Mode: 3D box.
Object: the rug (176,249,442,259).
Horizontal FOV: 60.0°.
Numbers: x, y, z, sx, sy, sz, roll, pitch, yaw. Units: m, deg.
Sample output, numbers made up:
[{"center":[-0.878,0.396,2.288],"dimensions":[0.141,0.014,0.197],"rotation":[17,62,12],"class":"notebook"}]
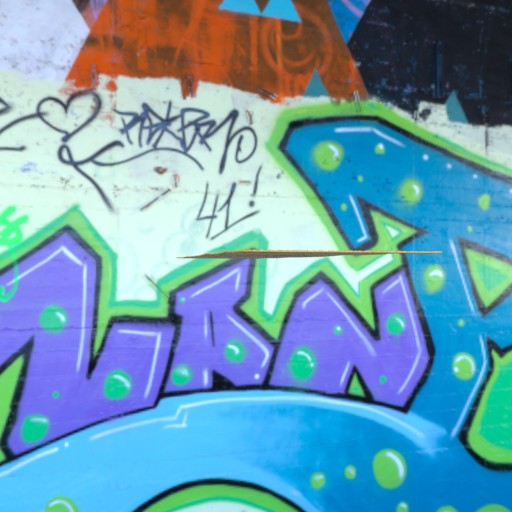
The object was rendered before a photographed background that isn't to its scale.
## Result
[{"center":[0.000,0.000,2.535],"dimensions":[0.704,0.014,2.294],"rotation":[0,-1,-15],"class":"rug"}]
